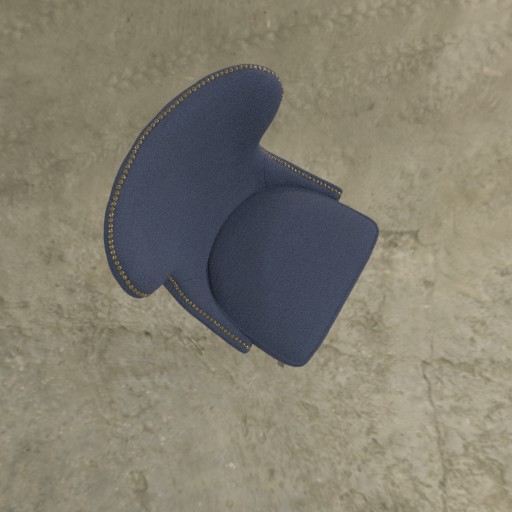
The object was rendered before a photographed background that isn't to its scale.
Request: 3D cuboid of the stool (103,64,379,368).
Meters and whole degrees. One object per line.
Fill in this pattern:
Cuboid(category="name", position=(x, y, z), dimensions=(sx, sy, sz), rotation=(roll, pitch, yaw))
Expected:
Cuboid(category="stool", position=(0.000, 0.000, 1.384), dimensions=(0.597, 0.972, 0.615), rotation=(30, 77, 8))
